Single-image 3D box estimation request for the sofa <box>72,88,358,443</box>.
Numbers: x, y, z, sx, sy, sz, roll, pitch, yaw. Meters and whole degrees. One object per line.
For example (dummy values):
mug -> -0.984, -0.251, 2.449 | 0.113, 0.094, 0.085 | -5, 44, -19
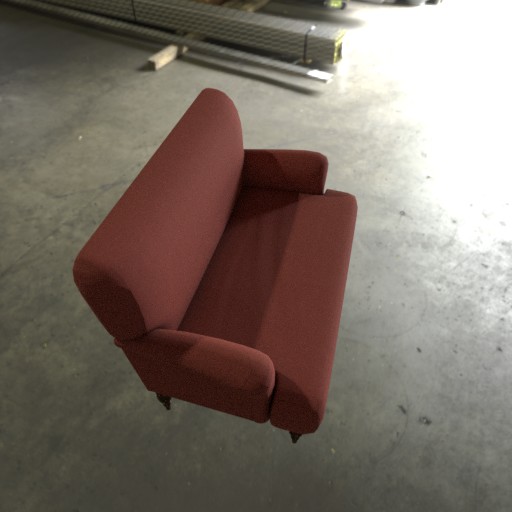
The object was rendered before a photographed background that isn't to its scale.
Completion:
sofa -> 0.000, 0.000, 1.865 | 0.779, 0.889, 1.297 | 11, 47, 10
